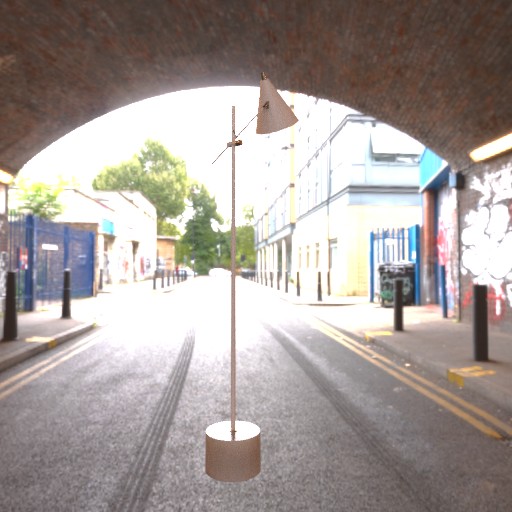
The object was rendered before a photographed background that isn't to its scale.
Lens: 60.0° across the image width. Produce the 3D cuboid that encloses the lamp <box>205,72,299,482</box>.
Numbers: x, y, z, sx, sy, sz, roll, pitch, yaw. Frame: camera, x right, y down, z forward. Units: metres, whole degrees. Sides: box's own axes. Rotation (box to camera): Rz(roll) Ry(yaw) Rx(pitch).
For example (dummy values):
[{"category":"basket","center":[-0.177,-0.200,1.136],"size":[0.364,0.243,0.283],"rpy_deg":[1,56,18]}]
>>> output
[{"category":"lamp","center":[0.000,0.000,1.643],"size":[0.223,1.430,0.508],"rpy_deg":[-1,-2,35]}]
